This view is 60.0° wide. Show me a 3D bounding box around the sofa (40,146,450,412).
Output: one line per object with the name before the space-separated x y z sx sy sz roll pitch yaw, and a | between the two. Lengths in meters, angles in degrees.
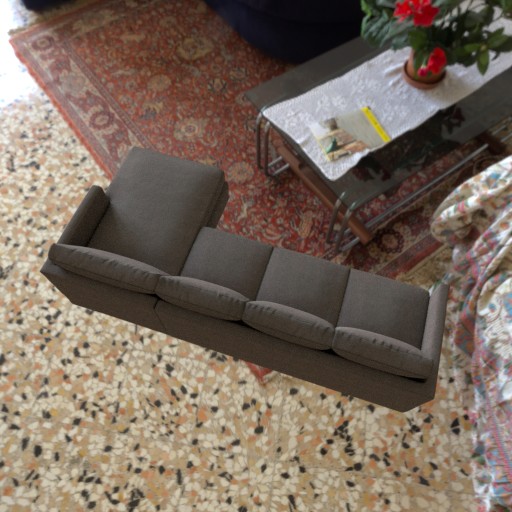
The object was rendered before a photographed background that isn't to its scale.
sofa | 0.000 0.000 3.941 3.205 0.922 1.650 16 64 8
